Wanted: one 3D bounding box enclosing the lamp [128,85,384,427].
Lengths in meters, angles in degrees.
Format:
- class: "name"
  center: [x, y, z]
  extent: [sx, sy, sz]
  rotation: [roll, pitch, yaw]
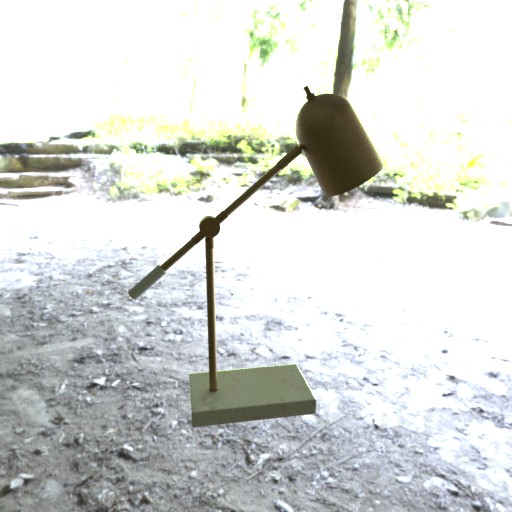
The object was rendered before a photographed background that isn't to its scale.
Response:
- class: "lamp"
  center: [0.000, 0.000, 0.829]
  extent: [0.471, 0.603, 0.144]
  rotation: [-3, 15, -10]
